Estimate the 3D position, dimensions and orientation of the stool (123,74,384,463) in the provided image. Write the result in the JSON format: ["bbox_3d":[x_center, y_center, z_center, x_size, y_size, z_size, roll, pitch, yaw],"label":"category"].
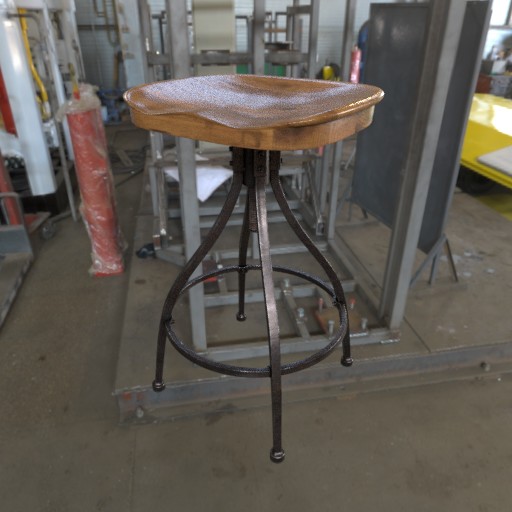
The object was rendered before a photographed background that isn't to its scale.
[{"bbox_3d":[0.000,0.000,0.967,0.432,0.694,0.424,18,34,30],"label":"stool"}]
